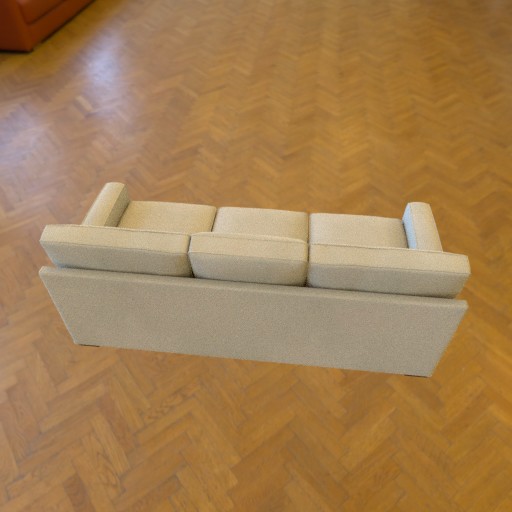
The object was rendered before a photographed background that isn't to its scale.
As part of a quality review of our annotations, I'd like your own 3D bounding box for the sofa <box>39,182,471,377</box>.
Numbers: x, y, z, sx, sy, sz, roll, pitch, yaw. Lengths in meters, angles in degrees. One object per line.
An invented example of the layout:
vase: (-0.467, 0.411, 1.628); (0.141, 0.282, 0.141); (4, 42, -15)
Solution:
sofa: (0.000, 0.000, 2.612); (2.088, 0.862, 0.935); (4, 46, 4)
